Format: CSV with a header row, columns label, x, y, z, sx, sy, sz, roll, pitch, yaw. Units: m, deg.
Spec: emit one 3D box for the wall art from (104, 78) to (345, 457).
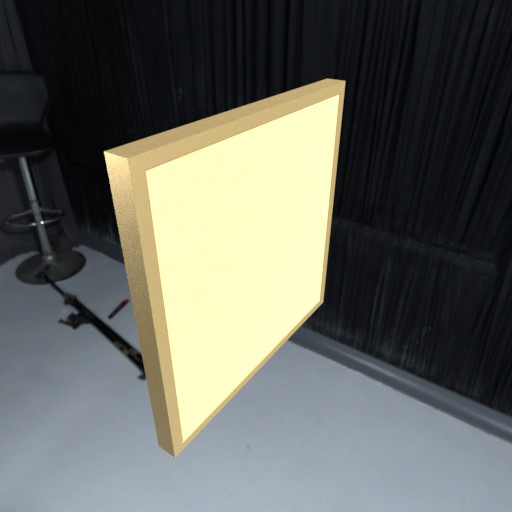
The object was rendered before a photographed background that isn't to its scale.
label,x,y,z,sx,sy,sz,roll,pitch,yaw
wall art,0.000,0.000,1.961,0.095,1.284,1.284,21,37,30
